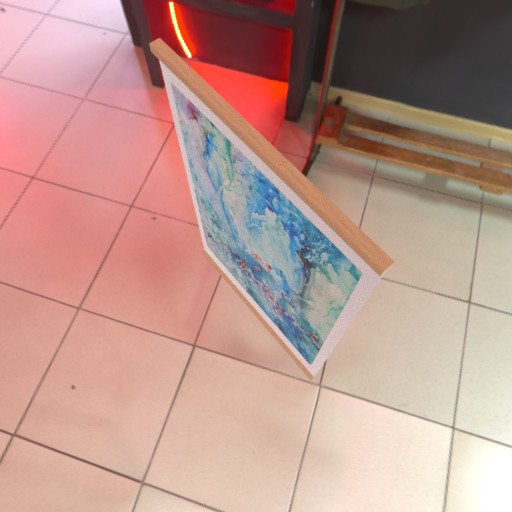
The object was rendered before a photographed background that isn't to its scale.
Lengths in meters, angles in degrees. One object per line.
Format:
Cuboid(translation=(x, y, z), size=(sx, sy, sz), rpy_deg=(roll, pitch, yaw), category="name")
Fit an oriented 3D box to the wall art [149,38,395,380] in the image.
Cuboid(translation=(0.000, 0.000, 1.895), size=(0.040, 1.510, 0.991), rpy_deg=(-37, 70, -16), category="wall art")
